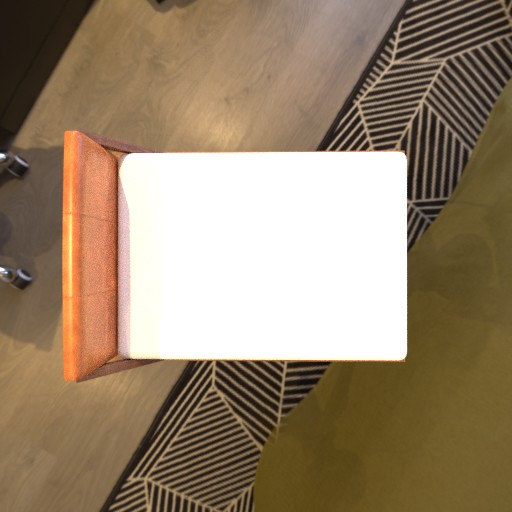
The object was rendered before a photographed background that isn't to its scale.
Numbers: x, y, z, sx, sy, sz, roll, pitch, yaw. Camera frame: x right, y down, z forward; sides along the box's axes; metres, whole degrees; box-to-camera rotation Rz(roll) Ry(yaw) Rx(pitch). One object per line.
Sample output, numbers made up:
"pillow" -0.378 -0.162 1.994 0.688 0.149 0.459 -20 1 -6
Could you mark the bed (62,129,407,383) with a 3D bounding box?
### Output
"bed" 0.000 0.000 3.197 2.311 1.168 1.651 0 90 1
